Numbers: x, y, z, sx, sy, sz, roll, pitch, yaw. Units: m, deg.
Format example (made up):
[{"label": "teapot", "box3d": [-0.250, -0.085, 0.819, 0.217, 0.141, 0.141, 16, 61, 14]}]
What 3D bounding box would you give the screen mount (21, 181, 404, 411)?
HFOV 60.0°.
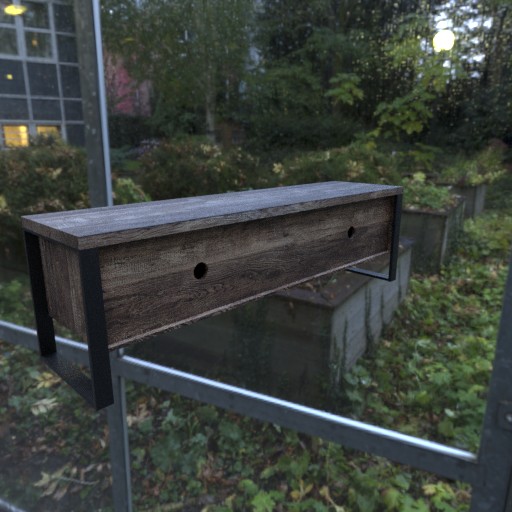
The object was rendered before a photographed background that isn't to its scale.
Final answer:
[{"label": "screen mount", "box3d": [0.000, 0.000, 1.714, 1.524, 0.450, 0.395, -14, 21, -43]}]
